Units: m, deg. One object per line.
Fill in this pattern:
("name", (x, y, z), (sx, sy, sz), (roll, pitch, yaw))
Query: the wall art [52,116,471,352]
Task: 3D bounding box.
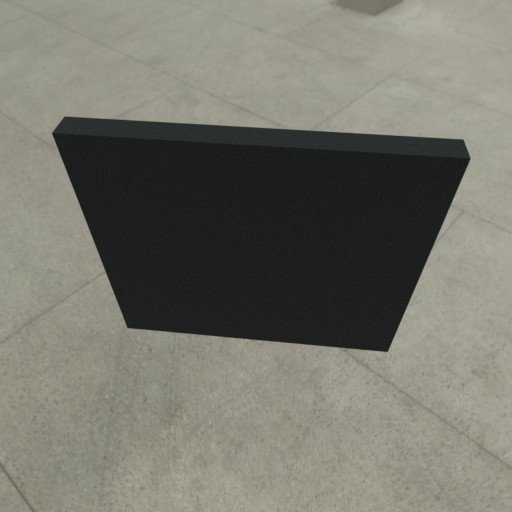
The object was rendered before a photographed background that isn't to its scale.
("wall art", (0.000, 0.000, 0.533), (0.381, 0.330, 0.031), (4, 48, 4))
